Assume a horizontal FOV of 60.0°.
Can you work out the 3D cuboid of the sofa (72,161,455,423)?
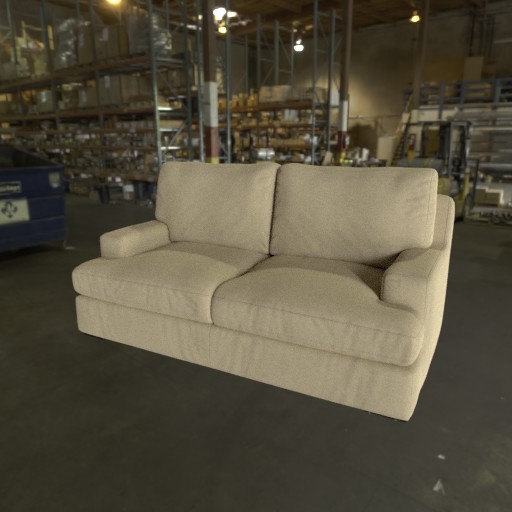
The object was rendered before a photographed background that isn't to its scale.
[{"bbox_3d":[0.000,0.000,2.410,1.885,0.967,0.962,8,16,27],"label":"sofa"}]
